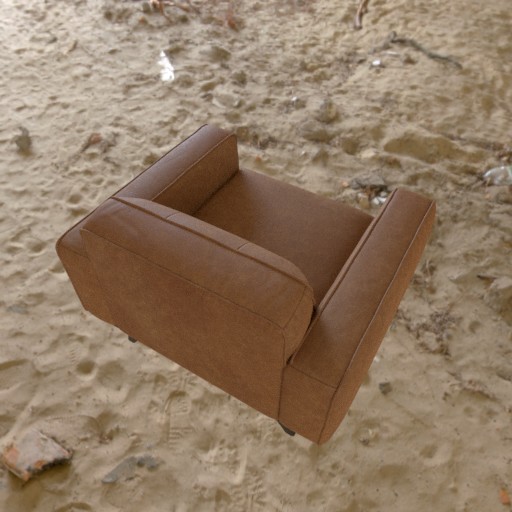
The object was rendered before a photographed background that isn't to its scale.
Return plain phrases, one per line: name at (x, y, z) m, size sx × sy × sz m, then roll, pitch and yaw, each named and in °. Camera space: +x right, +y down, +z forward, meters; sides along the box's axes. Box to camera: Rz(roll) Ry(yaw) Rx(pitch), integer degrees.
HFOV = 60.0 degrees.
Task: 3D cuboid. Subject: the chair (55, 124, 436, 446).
chair at (0.000, 0.000, 1.745) m, size 1.118 × 0.782 × 0.952 m, roll 24°, pitch 52°, yaw 21°
